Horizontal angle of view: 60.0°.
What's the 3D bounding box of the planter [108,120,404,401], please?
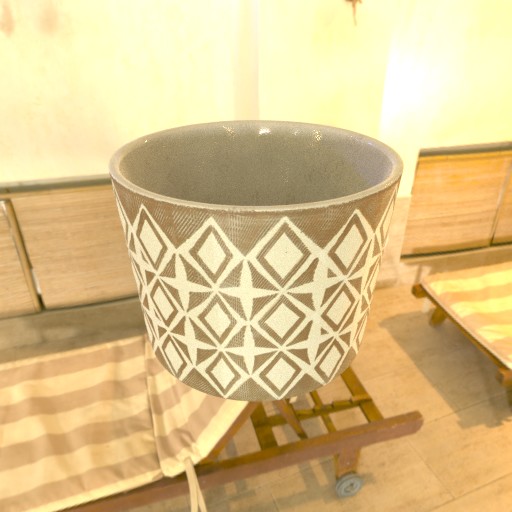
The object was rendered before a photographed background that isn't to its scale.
[{"bbox_3d":[0.000,0.000,0.460,0.260,0.220,0.260,0,30,0],"label":"planter"}]
